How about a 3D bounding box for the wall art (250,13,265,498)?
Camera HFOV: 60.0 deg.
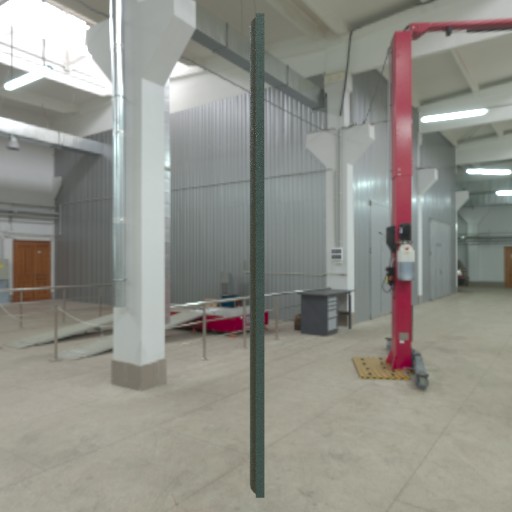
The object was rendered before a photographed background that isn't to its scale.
[{"bbox_3d":[0.000,0.000,1.282,0.030,0.983,0.767,0,0,0],"label":"wall art"}]
